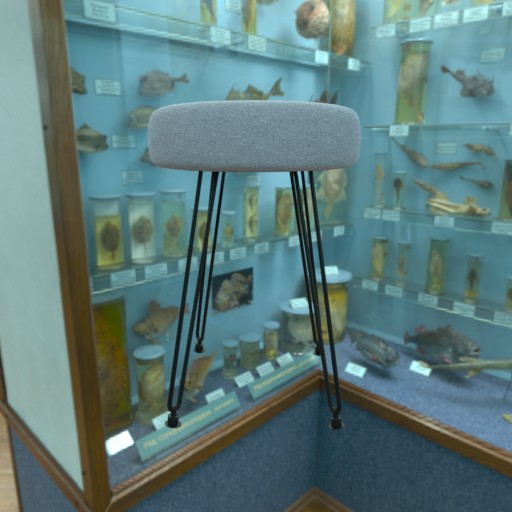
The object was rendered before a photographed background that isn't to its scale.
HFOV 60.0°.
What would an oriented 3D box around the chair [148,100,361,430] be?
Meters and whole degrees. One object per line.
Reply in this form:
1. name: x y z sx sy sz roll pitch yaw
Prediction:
1. chair: 0.000 0.000 0.685 0.350 0.440 0.350 -13 19 -42
